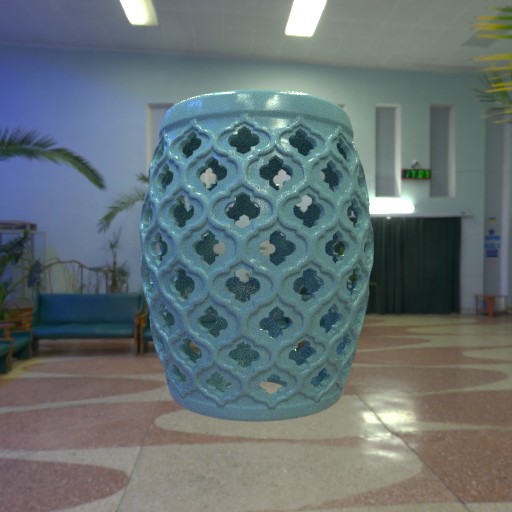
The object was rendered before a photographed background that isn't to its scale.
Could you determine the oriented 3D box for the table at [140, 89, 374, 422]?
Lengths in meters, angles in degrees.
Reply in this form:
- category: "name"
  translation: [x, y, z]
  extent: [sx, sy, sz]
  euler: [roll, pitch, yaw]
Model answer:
- category: "table"
  translation: [0.000, 0.000, 0.636]
  extent: [0.325, 0.388, 0.325]
  euler: [0, 1, 0]
